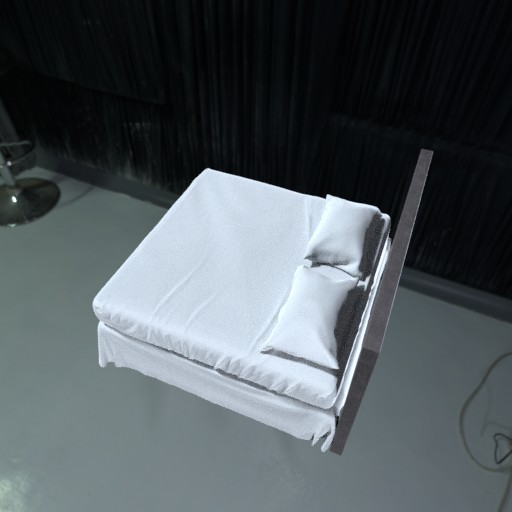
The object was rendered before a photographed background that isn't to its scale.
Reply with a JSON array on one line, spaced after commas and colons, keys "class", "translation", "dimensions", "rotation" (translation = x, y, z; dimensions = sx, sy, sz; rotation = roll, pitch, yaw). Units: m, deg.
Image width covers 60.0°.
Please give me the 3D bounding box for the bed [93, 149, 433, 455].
[{"class": "bed", "translation": [0.000, 0.000, 2.975], "dimensions": [1.785, 1.142, 1.772], "rotation": [17, 49, 16]}]
